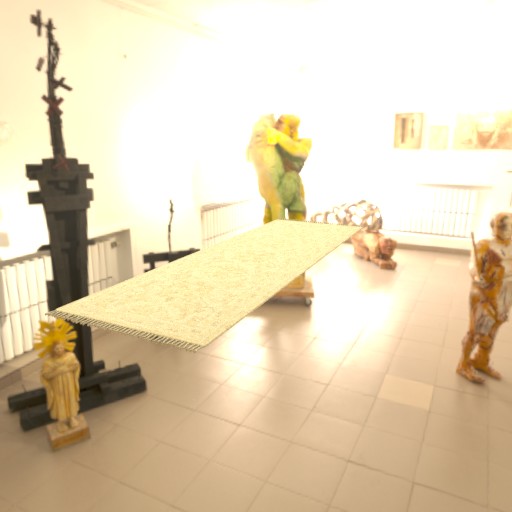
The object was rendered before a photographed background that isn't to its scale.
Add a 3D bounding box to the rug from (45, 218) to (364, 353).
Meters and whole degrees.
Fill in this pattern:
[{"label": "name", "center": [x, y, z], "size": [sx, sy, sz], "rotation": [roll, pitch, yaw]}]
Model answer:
[{"label": "rug", "center": [0.000, 0.000, 2.859], "size": [0.795, 0.015, 2.544], "rotation": [8, 17, 26]}]
